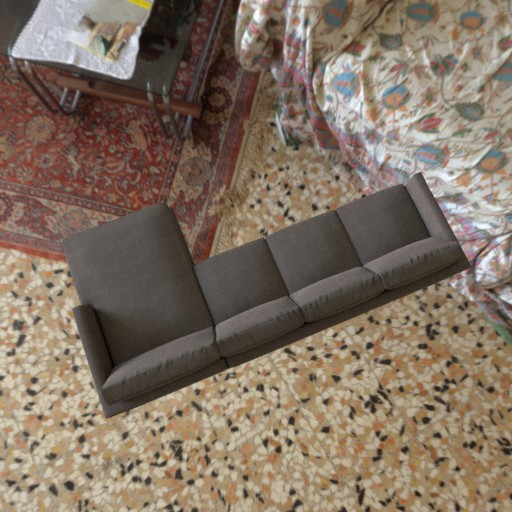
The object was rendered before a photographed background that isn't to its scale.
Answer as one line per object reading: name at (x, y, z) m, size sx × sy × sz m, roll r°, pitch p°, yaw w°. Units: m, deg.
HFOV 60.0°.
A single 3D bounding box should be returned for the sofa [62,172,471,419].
sofa at (0.000, 0.000, 3.959) m, size 3.205 × 0.922 × 1.650 m, roll -22°, pitch 77°, yaw -5°
